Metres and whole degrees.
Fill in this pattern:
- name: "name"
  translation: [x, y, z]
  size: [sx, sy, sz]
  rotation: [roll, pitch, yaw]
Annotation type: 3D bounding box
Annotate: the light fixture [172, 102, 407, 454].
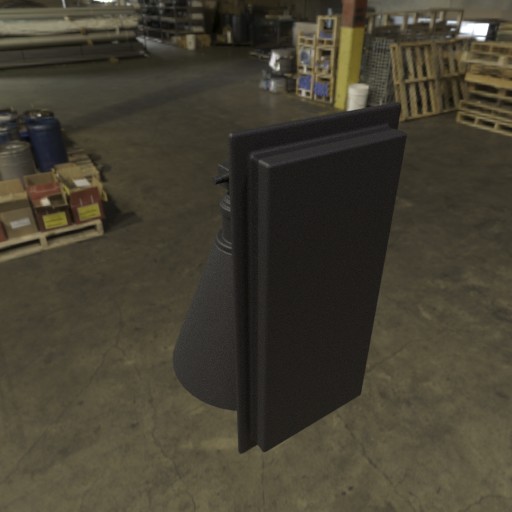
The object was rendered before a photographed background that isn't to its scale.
- name: "light fixture"
  translation: [0.000, 0.000, 0.427]
  size: [0.170, 0.298, 0.207]
  rotation: [-19, 36, -28]
